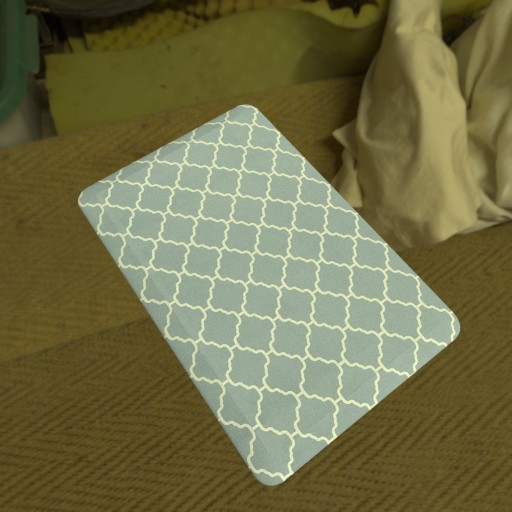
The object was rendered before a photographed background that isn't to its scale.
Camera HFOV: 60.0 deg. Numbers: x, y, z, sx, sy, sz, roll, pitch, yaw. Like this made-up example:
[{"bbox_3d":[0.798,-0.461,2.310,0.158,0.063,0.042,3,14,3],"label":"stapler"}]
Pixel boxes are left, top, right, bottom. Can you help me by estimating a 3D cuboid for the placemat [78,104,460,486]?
[{"bbox_3d":[0.000,0.000,0.960,0.508,0.021,0.762,-33,69,-15],"label":"placemat"}]
